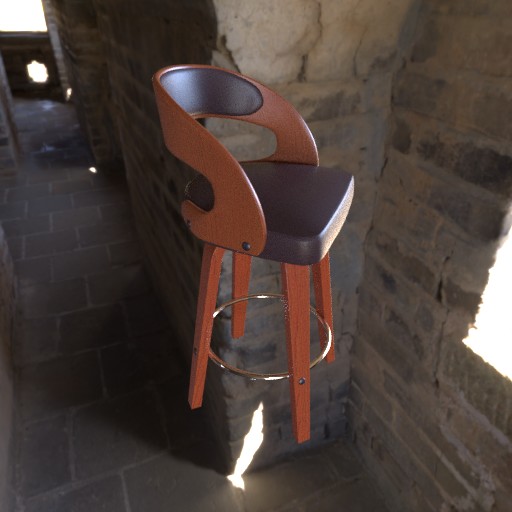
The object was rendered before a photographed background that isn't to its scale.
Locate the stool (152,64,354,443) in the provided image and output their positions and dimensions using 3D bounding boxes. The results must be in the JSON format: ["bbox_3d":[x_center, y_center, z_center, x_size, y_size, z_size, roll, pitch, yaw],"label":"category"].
[{"bbox_3d":[0.000,0.000,1.212,0.457,0.940,0.457,11,32,18],"label":"stool"}]
